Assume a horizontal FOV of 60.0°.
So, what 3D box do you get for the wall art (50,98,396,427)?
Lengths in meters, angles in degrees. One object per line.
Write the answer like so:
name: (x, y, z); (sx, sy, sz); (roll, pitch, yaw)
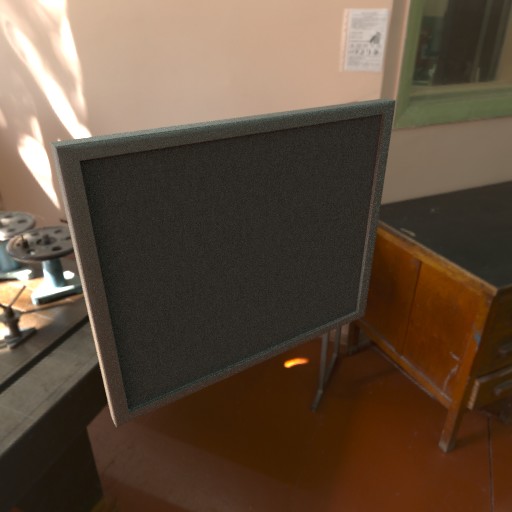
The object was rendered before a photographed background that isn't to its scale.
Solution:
wall art: (0.000, 0.000, 0.749); (0.556, 0.457, 0.028); (-17, 33, -28)
